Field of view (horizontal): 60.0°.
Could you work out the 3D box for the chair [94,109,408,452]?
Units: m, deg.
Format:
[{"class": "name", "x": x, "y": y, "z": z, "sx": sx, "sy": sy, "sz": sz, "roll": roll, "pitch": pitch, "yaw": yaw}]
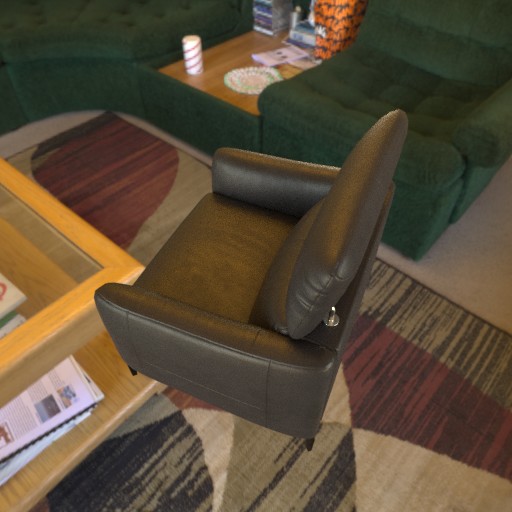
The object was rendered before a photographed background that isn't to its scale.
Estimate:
[{"class": "chair", "x": 0.000, "y": 0.000, "z": 1.649, "sx": 0.809, "sy": 0.949, "sz": 0.976, "roll": 18, "pitch": 50, "yaw": 16}]
